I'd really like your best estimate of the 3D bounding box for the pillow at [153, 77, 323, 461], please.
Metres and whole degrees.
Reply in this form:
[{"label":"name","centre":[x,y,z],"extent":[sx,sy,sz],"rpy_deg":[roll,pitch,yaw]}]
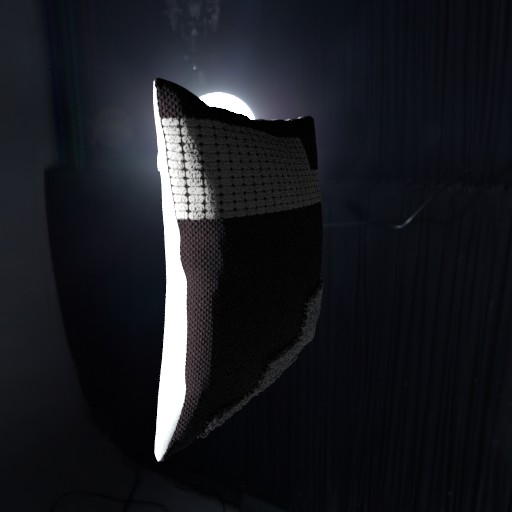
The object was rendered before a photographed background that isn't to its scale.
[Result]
[{"label":"pillow","centre":[0.000,0.000,0.713],"extent":[0.178,0.473,0.475],"rpy_deg":[7,14,27]}]
